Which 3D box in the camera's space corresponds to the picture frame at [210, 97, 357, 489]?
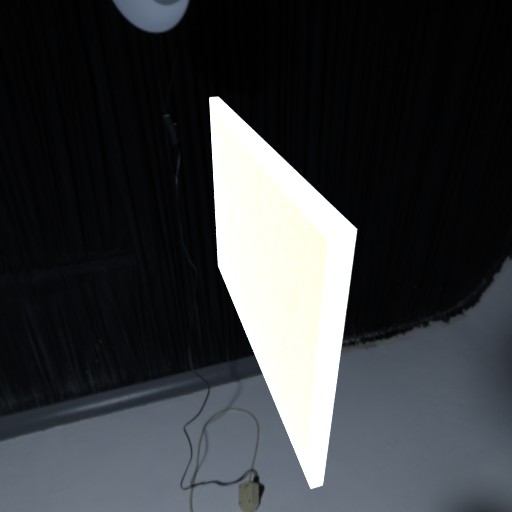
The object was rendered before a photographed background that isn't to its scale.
[{"bbox_3d":[0.000,0.000,1.202,0.029,0.640,0.950,-9,32,-14],"label":"picture frame"}]
